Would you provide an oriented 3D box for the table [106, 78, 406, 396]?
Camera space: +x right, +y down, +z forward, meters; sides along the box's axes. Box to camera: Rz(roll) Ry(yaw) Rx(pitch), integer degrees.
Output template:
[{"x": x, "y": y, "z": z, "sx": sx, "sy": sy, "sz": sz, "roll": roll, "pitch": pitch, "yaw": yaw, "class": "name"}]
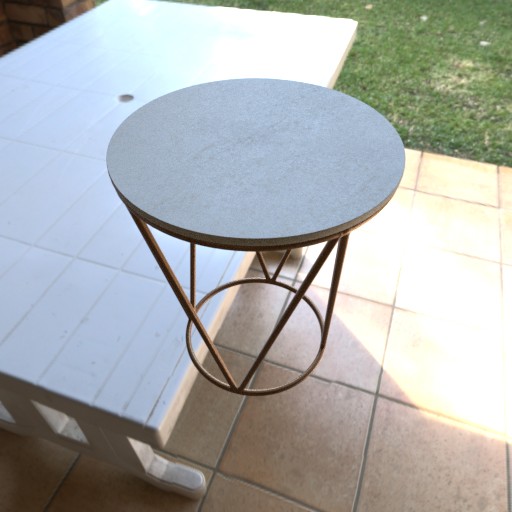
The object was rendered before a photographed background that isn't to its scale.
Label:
[{"x": 0.000, "y": 0.000, "z": 0.959, "sx": 0.500, "sy": 0.564, "sz": 0.500, "roll": 0, "pitch": 45, "yaw": 0, "class": "table"}]
